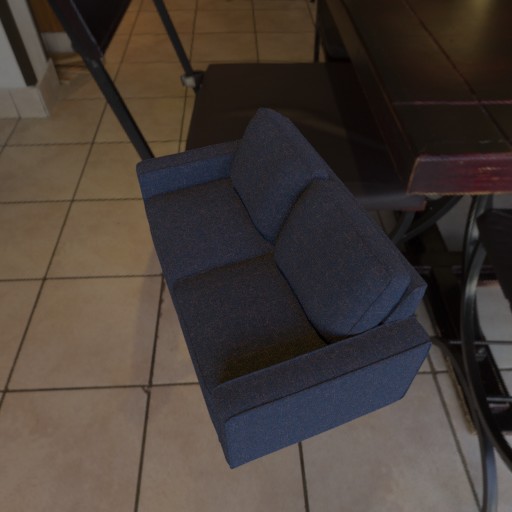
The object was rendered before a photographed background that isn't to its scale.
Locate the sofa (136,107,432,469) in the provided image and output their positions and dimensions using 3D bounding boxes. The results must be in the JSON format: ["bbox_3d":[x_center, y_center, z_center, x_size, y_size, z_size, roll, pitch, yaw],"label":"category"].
[{"bbox_3d":[0.000,0.000,2.347,0.947,0.918,1.709,-16,49,-14],"label":"sofa"}]
